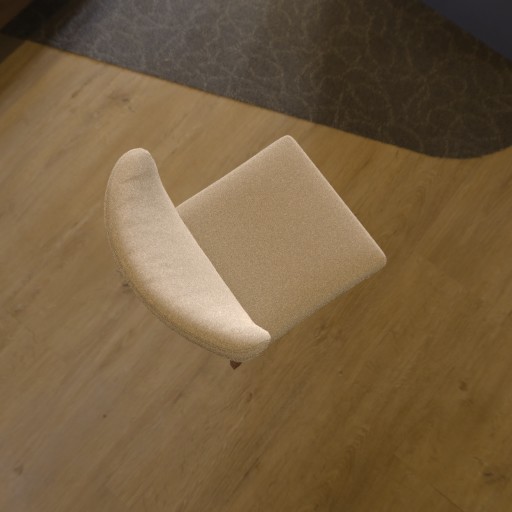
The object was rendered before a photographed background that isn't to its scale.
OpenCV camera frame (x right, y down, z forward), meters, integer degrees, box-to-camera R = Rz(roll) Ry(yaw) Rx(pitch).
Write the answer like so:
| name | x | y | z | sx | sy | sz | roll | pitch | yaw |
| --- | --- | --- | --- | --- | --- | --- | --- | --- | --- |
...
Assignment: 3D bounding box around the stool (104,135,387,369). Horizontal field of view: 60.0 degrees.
| name | x | y | z | sx | sy | sz | roll | pitch | yaw |
| --- | --- | --- | --- | --- | --- | --- | --- | --- | --- |
| stool | 0.000 | 0.000 | 1.290 | 0.568 | 0.968 | 0.479 | -34 | 79 | -8 |
